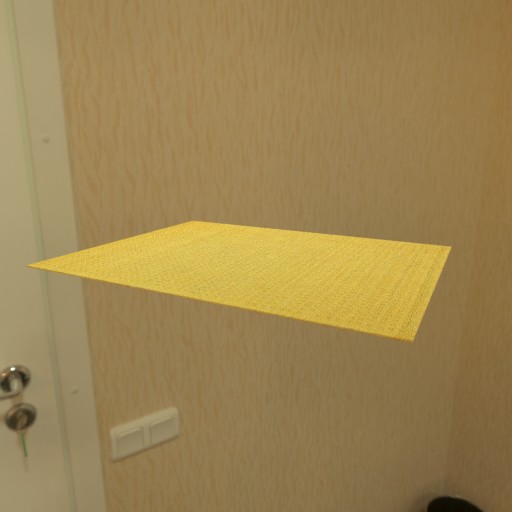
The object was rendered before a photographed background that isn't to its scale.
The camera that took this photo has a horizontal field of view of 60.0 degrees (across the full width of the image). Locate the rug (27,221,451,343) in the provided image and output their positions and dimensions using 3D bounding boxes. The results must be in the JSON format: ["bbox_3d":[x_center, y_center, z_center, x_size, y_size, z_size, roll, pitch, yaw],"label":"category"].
[{"bbox_3d":[0.000,0.000,4.230,3.242,0.015,2.486,8,17,27],"label":"rug"}]
